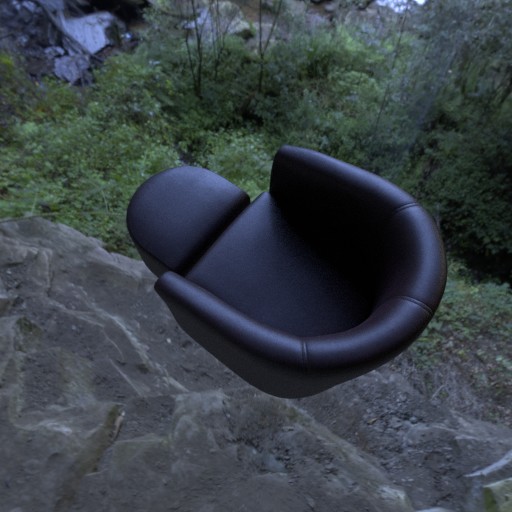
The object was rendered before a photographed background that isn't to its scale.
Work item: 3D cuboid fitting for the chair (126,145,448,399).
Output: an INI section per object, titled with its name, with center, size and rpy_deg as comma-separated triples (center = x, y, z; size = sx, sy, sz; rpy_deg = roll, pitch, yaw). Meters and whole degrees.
[chair]
center = 0.000, 0.000, 1.638
size = 1.176, 0.755, 0.737
rpy_deg = 34, 68, 16
